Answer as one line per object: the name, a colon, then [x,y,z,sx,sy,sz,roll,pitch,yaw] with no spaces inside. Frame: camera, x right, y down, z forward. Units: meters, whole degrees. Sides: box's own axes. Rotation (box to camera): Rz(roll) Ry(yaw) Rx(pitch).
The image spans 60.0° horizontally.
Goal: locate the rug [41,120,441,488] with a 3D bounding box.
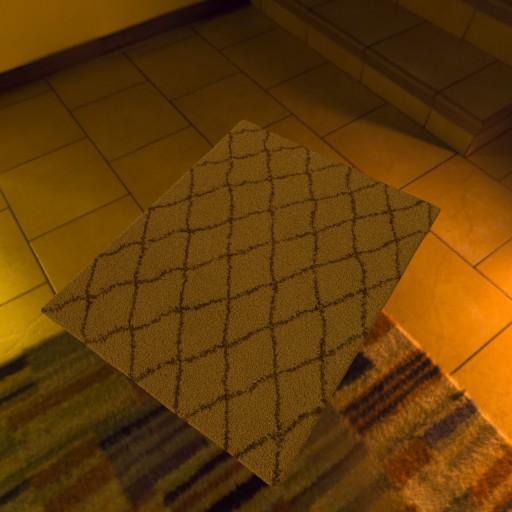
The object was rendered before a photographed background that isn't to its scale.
rug: [0.000,0.000,4.133,2.438,0.029,3.047,30,61,18]
